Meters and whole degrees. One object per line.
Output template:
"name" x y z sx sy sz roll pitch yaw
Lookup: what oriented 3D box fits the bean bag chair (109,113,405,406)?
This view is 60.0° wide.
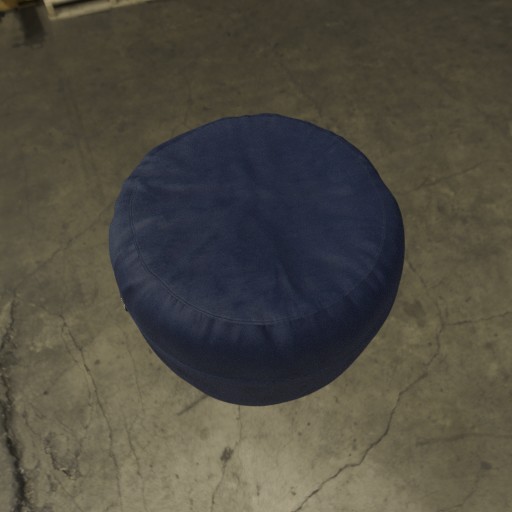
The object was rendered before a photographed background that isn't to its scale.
"bean bag chair" 0.000 0.000 1.986 1.219 0.762 1.219 0 58 0
